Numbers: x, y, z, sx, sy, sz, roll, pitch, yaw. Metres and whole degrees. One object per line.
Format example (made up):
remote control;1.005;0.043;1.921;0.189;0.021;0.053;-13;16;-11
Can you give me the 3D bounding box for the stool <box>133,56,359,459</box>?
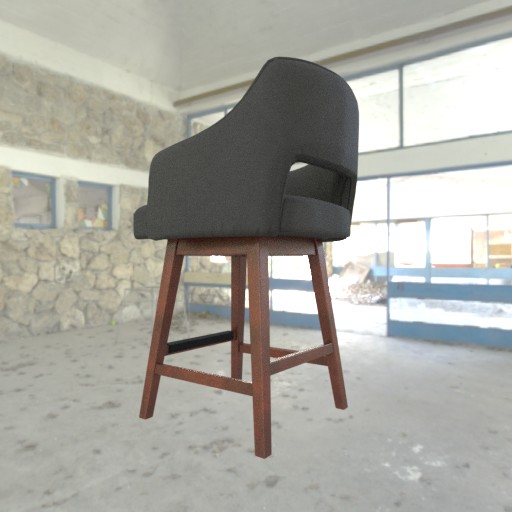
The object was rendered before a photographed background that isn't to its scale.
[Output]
stool;0.000;0.000;1.274;0.558;0.912;0.548;0;-1;37
